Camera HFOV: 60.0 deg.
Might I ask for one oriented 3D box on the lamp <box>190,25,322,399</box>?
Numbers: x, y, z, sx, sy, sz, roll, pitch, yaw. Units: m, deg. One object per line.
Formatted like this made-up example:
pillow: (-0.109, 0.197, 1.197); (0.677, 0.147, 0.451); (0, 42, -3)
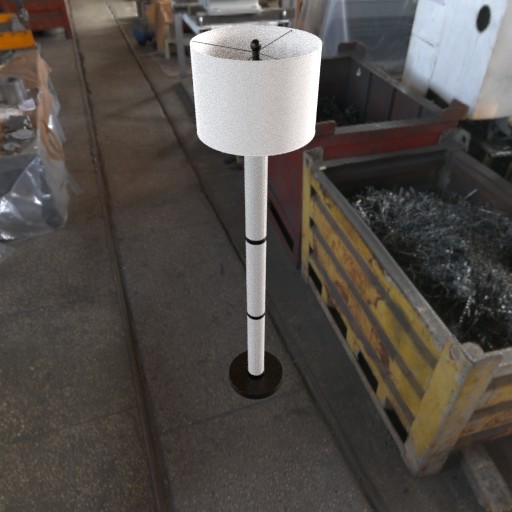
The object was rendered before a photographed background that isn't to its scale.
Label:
lamp: (0.000, 0.000, 1.767); (0.377, 1.599, 0.377); (25, 46, 27)
